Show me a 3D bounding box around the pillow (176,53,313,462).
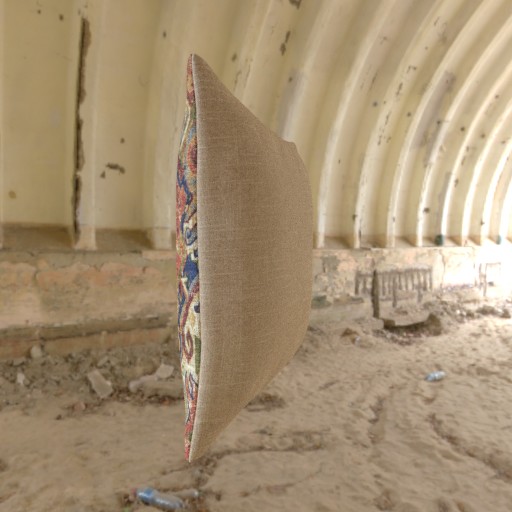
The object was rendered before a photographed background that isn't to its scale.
[{"bbox_3d":[0.000,0.000,0.789,0.166,0.506,0.523,1,2,18],"label":"pillow"}]
